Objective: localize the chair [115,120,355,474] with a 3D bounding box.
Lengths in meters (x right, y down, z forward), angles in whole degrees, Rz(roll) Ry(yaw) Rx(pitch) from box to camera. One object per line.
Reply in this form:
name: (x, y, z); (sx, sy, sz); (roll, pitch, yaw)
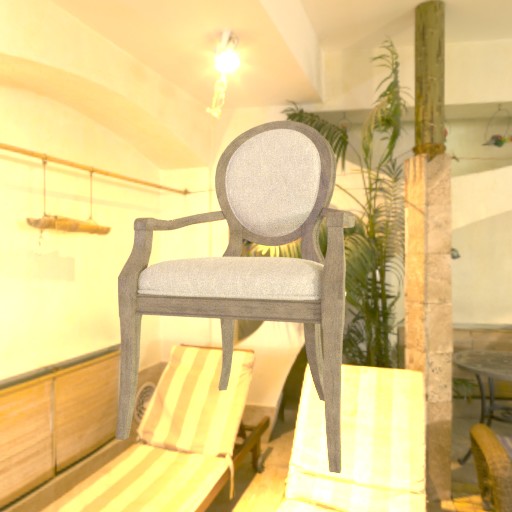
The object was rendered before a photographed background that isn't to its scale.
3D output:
chair: (0.000, 0.000, 1.391); (0.611, 0.991, 0.602); (0, 1, 18)
